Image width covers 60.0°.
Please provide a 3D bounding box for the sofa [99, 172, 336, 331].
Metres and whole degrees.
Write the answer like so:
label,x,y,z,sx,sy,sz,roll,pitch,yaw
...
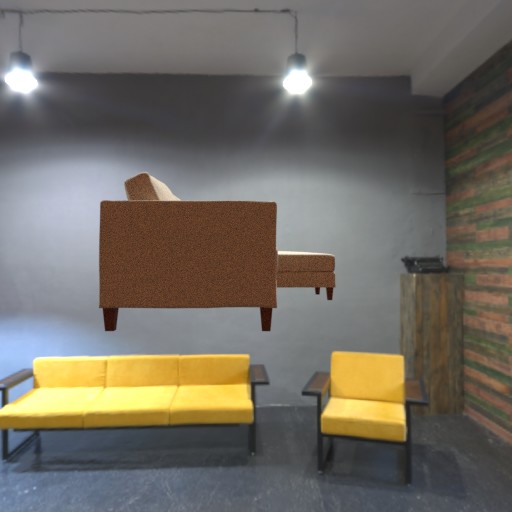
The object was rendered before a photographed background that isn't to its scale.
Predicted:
label,x,y,z,sx,sy,sz,roll,pitch,yaw
sofa,0.000,0.000,3.876,1.625,0.861,3.186,0,-1,0
